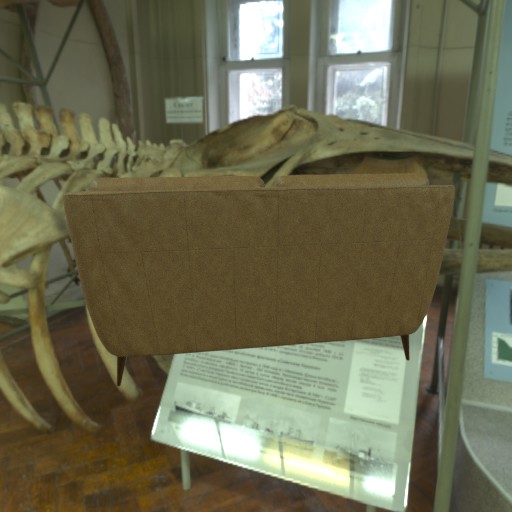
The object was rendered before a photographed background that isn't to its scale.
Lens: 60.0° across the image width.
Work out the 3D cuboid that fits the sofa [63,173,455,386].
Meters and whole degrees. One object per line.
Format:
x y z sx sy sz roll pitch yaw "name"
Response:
0.000 0.000 2.317 1.731 0.886 0.981 -3 15 -9 "sofa"
